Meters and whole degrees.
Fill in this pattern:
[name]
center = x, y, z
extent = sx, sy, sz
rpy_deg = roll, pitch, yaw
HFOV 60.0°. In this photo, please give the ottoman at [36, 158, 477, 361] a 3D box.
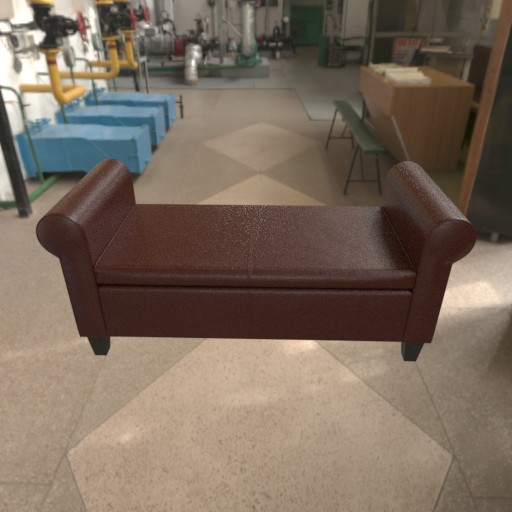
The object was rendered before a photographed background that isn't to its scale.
[ottoman]
center = 0.000, 0.000, 1.582
extent = 1.256, 0.547, 0.521
rpy_deg = 1, 30, 1
